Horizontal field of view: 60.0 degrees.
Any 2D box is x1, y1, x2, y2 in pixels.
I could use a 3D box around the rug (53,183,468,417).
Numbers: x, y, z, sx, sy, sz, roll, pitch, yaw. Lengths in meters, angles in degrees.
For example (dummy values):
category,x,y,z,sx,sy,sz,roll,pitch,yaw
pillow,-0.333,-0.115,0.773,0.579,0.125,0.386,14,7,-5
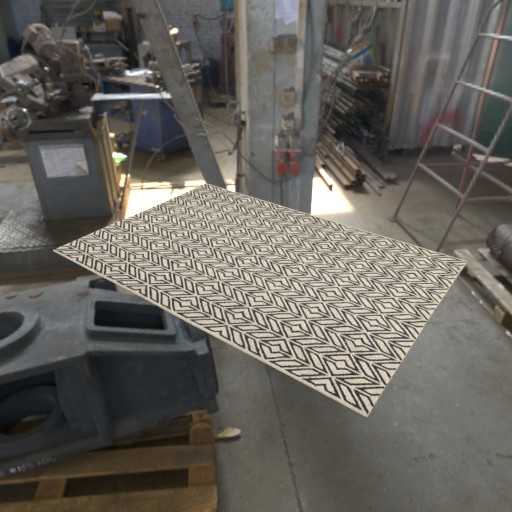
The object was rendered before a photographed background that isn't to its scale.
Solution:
category,x,y,z,sx,sy,sz,roll,pitch,yaw
rug,0.000,0.000,2.344,1.828,0.007,1.220,21,37,31
